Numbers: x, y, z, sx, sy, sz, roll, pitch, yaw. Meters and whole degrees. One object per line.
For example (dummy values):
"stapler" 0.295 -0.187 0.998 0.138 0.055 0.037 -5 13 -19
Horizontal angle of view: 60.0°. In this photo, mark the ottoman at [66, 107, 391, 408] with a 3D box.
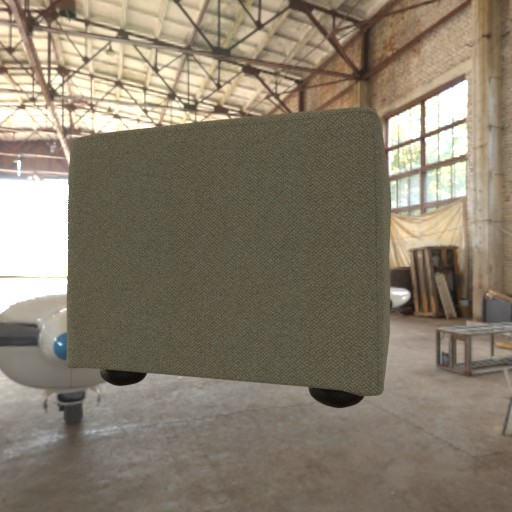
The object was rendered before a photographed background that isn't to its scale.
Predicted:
"ottoman" 0.000 0.000 0.900 0.521 0.453 0.512 0 -1 18
